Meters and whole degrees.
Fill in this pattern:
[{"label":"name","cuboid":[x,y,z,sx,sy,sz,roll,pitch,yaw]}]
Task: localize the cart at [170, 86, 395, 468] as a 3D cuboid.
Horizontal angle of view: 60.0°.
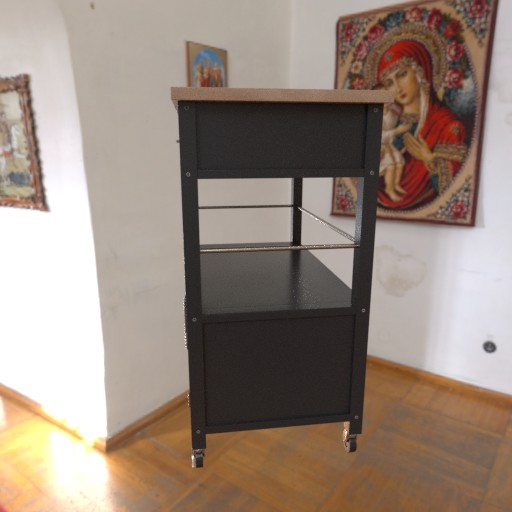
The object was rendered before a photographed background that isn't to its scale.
[{"label":"cart","cuboid":[0.000,0.000,1.397,0.459,0.901,0.840,-2,14,-8]}]
